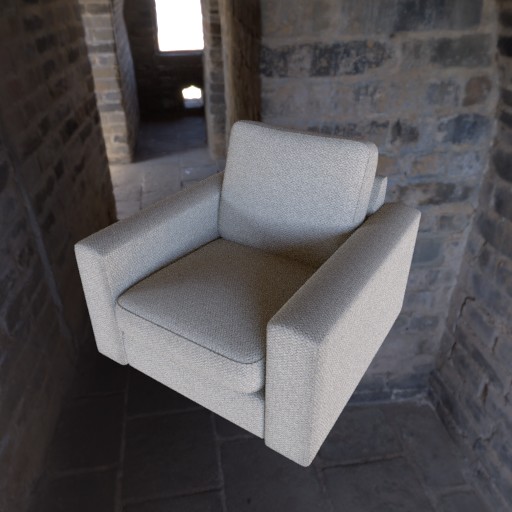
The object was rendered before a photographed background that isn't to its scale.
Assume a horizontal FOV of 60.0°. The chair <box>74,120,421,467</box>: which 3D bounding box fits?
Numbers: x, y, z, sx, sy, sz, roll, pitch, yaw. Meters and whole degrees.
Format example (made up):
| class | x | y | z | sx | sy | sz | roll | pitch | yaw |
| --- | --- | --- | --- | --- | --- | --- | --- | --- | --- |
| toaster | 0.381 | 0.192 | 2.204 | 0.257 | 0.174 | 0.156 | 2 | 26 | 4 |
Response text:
| class | x | y | z | sx | sy | sz | roll | pitch | yaw |
| --- | --- | --- | --- | --- | --- | --- | --- | --- | --- |
| chair | 0.000 | 0.000 | 1.781 | 1.005 | 0.873 | 1.016 | 18 | 35 | 28 |
